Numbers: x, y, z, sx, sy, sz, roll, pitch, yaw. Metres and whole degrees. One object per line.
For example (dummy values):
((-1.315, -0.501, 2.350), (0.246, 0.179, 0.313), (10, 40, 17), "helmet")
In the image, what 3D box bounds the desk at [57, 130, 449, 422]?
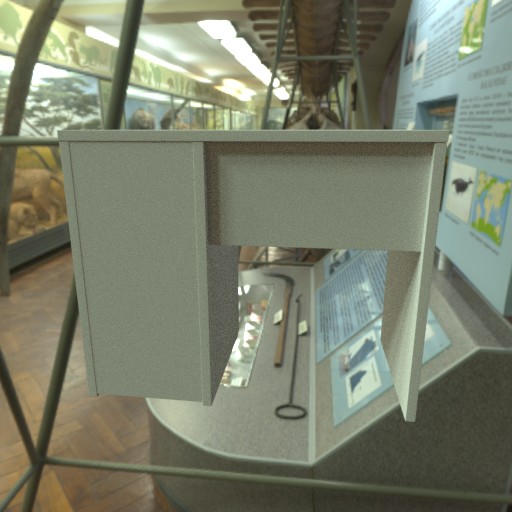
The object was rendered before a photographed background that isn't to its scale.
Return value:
((0.000, 0.000, 1.335), (0.898, 0.730, 0.482), (2, 16, 7), "desk")
